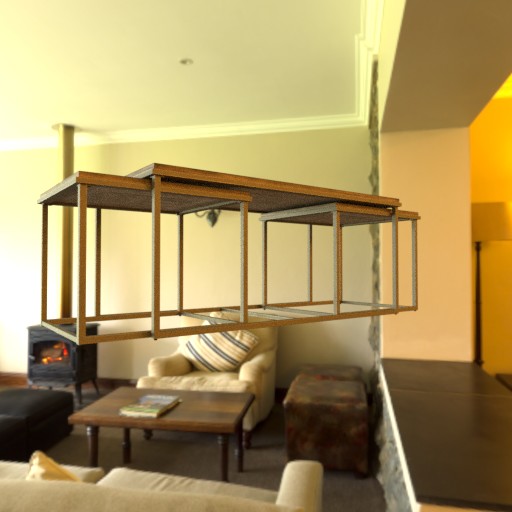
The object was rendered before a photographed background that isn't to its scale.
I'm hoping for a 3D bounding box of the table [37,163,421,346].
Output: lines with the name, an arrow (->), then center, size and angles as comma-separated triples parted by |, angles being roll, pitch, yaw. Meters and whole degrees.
table -> 0.000, 0.000, 1.539 | 1.312, 0.427, 0.489 | 1, -2, -37
